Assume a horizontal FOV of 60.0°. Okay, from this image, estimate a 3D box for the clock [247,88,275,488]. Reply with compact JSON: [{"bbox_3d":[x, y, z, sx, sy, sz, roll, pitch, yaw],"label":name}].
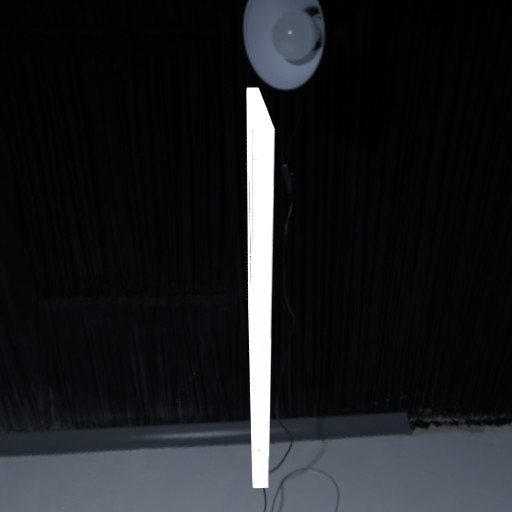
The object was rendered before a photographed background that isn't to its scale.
[{"bbox_3d":[0.000,0.000,1.066,0.032,0.705,0.705,-1,25,-1],"label":"clock"}]
